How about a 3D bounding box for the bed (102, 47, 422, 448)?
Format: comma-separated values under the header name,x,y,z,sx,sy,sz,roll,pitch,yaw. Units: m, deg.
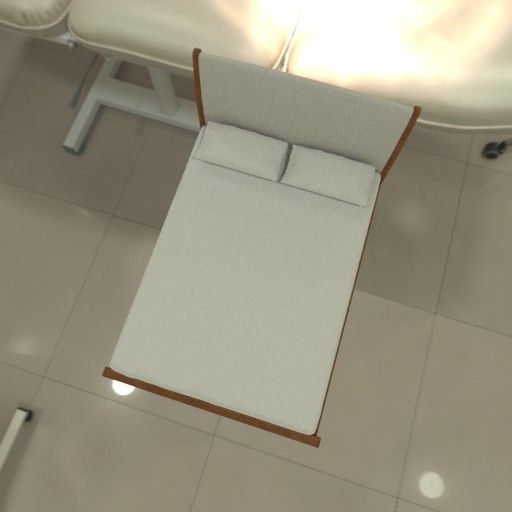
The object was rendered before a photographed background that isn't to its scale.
name,x,y,z,sx,sy,sz,roll,pitch,yaw
bed,0.000,0.000,2.998,1.502,1.135,2.108,17,75,5
